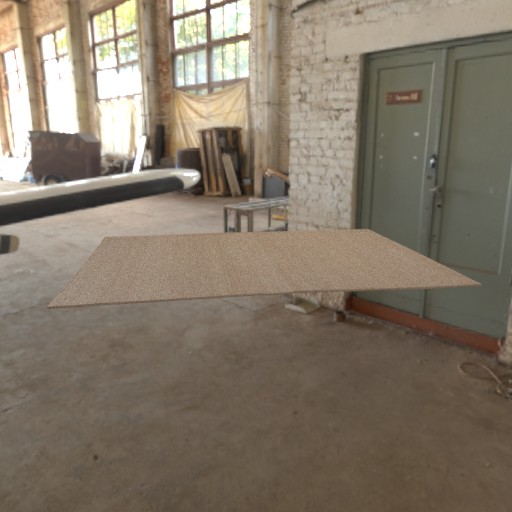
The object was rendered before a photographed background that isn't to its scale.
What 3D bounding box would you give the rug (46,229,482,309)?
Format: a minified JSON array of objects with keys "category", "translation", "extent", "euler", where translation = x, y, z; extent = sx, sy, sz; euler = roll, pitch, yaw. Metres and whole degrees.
[{"category":"rug","translation":[0.000,0.000,3.818],"extent":[2.869,0.038,2.032],"euler":[-2,15,-8]}]
